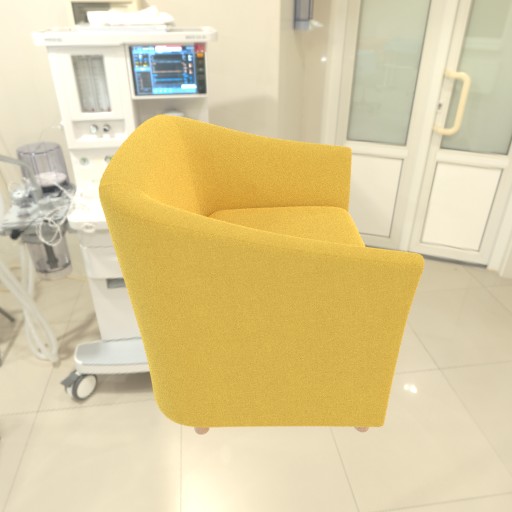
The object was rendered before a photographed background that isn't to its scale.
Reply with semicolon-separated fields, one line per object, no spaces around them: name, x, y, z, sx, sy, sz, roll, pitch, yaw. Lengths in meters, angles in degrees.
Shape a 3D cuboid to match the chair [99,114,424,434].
chair;0.000;0.000;1.343;0.700;0.720;0.790;0;31;-1
